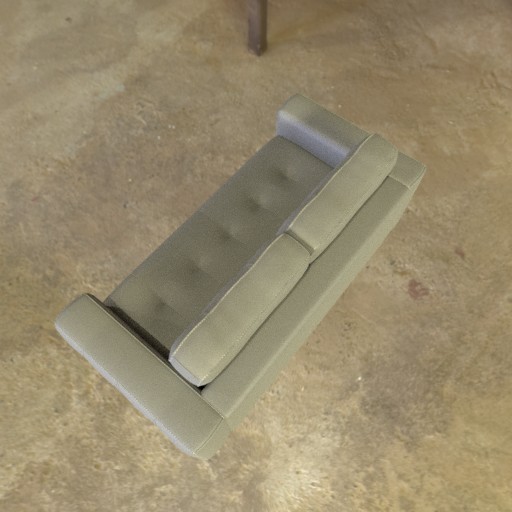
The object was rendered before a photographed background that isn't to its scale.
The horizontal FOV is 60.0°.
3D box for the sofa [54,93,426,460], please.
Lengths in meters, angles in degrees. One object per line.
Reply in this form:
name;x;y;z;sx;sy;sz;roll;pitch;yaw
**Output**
sofa;0.000;0.000;2.174;0.833;0.893;1.726;36;69;16
